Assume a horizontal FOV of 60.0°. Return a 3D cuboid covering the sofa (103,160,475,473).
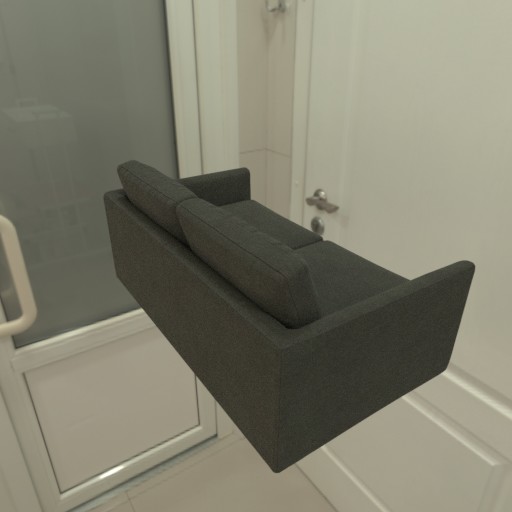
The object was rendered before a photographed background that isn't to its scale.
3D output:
[{"bbox_3d":[0.000,0.000,2.486,1.091,0.845,1.909,-17,31,-30],"label":"sofa"}]
